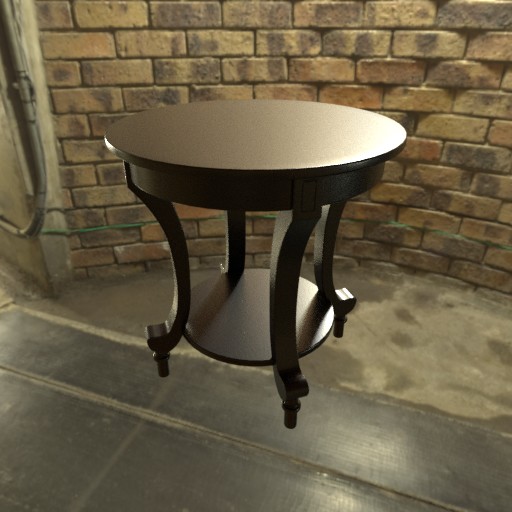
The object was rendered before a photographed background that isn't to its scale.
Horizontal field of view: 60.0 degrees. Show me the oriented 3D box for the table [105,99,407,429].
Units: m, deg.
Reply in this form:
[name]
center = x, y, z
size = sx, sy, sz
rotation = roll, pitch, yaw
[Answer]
[table]
center = 0.000, 0.000, 1.060
size = 0.597, 0.618, 0.597
rotation = 0, 29, 0
